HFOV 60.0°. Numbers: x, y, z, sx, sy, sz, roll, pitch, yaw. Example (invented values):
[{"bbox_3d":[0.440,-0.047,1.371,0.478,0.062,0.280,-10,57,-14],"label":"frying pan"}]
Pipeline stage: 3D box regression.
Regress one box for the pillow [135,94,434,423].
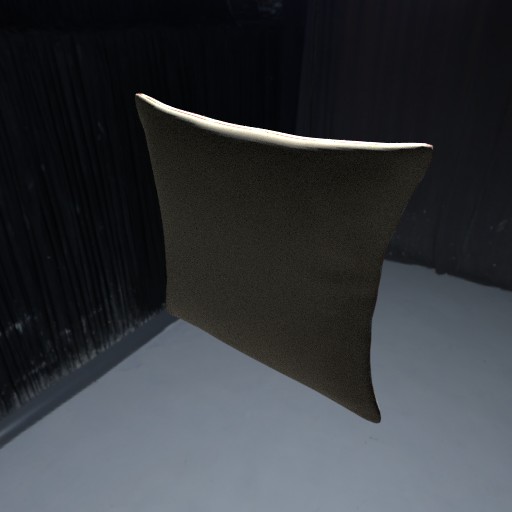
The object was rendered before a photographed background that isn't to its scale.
[{"bbox_3d":[0.000,0.000,0.809,0.552,0.508,0.166,21,36,32],"label":"pillow"}]
